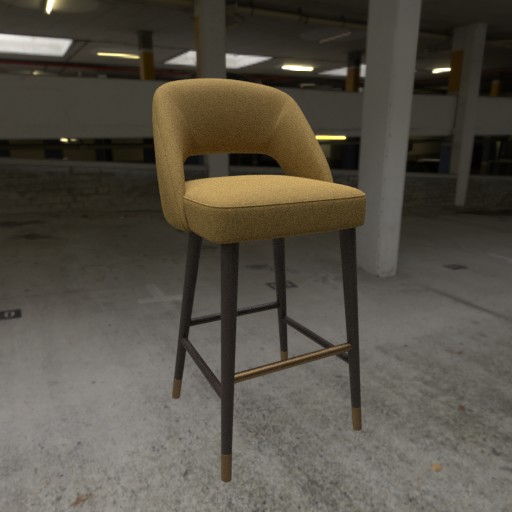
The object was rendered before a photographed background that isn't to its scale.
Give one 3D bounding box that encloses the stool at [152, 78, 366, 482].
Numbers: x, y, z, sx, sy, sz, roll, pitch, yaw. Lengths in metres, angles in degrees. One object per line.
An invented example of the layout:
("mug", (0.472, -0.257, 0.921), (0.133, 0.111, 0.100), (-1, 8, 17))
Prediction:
("stool", (0.000, 0.000, 1.326), (0.536, 1.032, 0.522), (-8, 18, -27))
